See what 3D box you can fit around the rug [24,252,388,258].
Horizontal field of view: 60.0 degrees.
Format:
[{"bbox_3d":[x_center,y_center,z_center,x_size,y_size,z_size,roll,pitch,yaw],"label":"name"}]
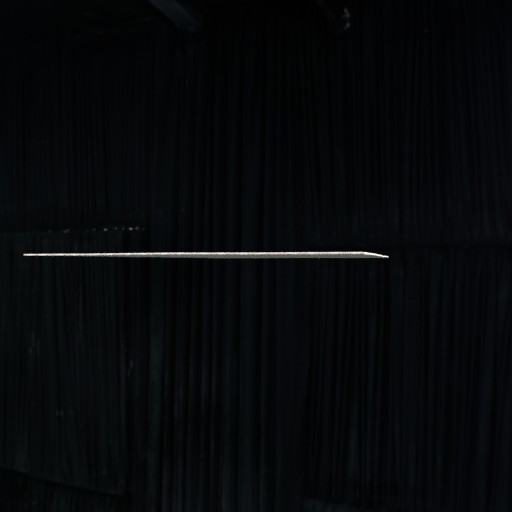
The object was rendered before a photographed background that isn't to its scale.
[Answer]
[{"bbox_3d":[0.000,0.000,2.766,1.524,0.013,2.135,0,-1,19],"label":"rug"}]
